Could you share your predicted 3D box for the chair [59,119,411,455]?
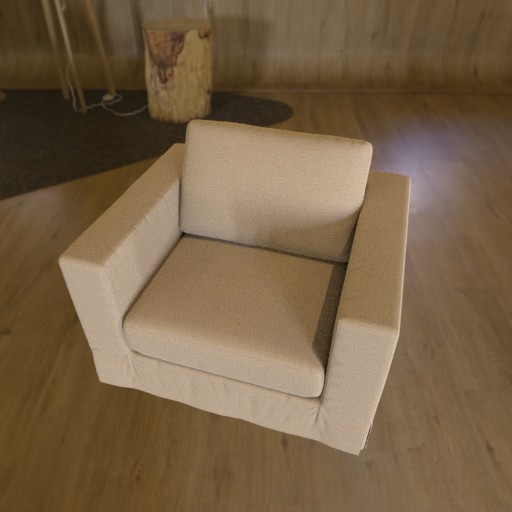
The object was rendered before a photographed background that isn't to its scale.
[{"bbox_3d":[0.000,0.000,1.817,1.150,0.878,0.957,11,41,13],"label":"chair"}]
